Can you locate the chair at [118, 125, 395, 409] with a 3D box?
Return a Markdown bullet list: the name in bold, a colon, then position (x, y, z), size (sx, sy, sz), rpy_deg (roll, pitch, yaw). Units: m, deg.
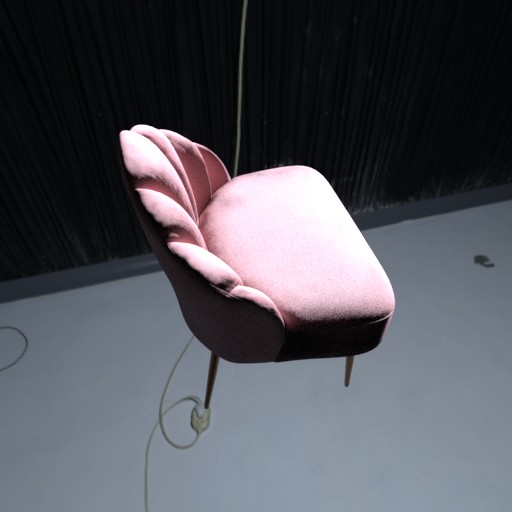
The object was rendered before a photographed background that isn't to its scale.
- **chair**: position (0.000, 0.000, 1.259), size (0.599, 0.819, 0.657), rpy_deg (-11, 46, -10)
